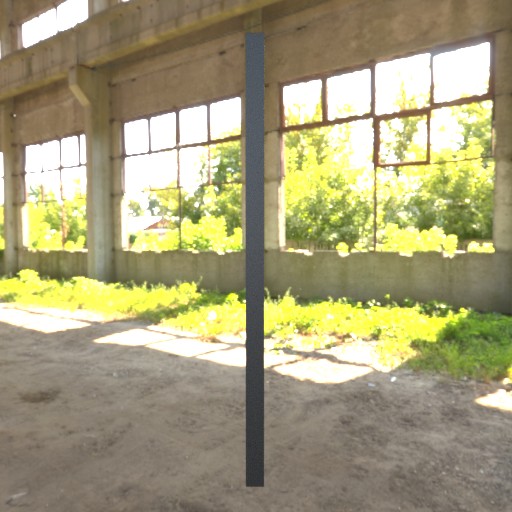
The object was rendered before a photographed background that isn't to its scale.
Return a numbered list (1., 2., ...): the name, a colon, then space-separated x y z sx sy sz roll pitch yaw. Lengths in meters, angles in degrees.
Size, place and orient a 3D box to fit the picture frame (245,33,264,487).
1. picture frame: 0.000 0.000 1.142 0.032 0.775 0.775 0 2 0
